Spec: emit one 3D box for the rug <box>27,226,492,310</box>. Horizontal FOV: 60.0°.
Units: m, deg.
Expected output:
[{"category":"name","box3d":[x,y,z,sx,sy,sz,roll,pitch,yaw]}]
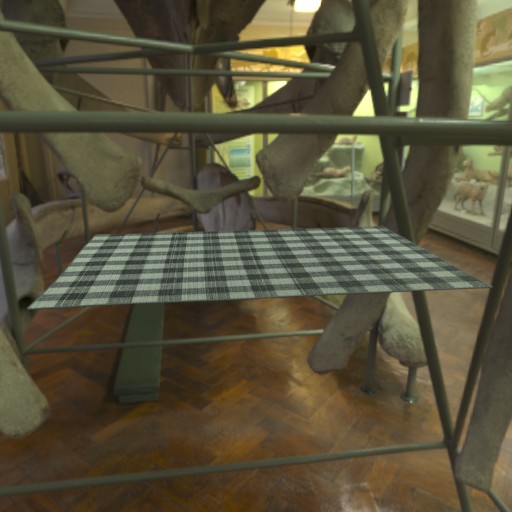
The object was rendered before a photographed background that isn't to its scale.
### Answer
[{"category":"rug","box3d":[0.000,0.000,3.062,2.476,0.011,1.554,-2,17,-7]}]
